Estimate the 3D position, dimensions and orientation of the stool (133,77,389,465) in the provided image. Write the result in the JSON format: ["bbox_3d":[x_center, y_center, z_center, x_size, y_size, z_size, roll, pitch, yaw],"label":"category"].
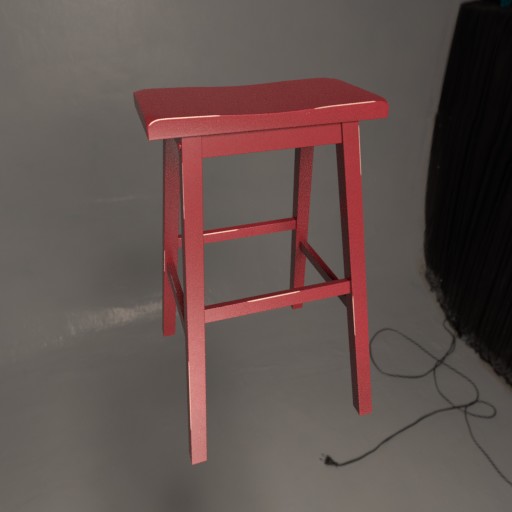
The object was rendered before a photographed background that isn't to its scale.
[{"bbox_3d":[0.000,0.000,1.051,0.457,0.737,0.476,-10,33,-15],"label":"stool"}]
